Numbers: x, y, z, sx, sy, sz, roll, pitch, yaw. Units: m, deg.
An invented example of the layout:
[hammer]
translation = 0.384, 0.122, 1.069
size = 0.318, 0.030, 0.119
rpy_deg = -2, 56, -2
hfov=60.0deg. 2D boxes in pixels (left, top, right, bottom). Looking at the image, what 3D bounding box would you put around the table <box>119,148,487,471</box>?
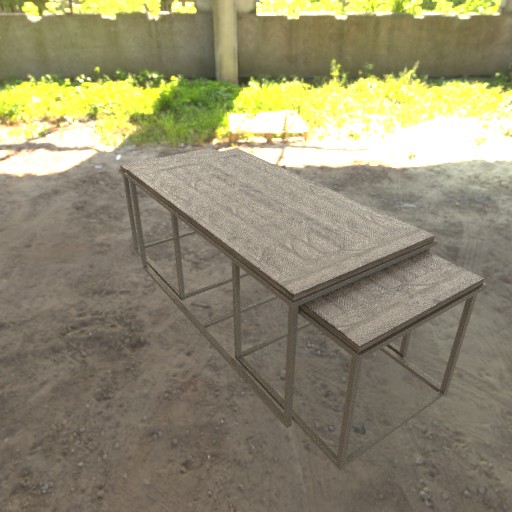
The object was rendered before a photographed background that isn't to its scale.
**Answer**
[table]
translation = 0.000, 0.000, 1.497
size = 0.489, 0.427, 1.312
rpy_deg = -19, 35, -30
